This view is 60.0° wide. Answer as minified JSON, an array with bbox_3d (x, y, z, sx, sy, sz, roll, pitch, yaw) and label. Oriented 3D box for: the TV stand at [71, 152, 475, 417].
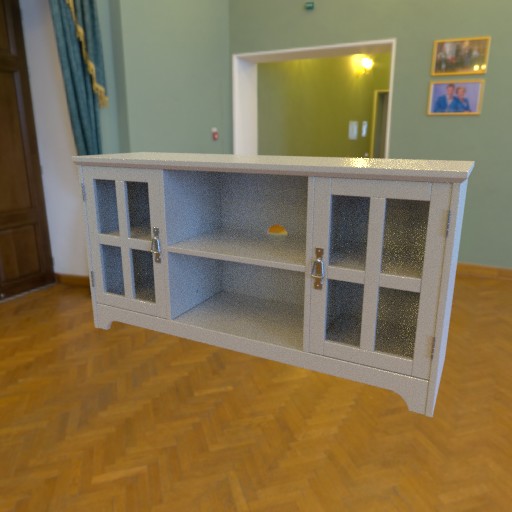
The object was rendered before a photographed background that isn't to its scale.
[{"bbox_3d":[0.000,0.000,1.404,1.167,0.603,0.344,8,18,26],"label":"TV stand"}]
